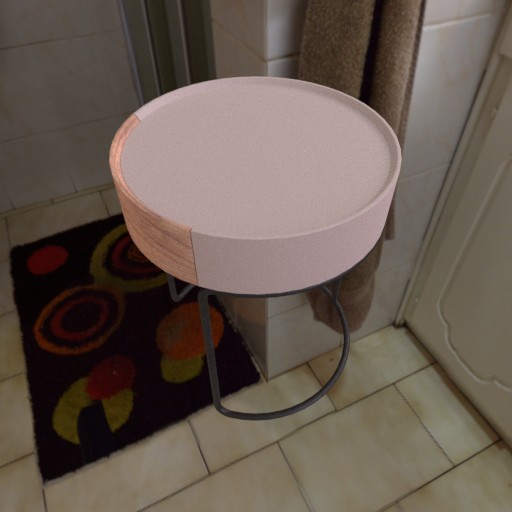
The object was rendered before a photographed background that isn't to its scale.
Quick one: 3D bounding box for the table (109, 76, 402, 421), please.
[{"bbox_3d":[0.000,0.000,0.887,0.450,0.530,0.450,0,46,0],"label":"table"}]
